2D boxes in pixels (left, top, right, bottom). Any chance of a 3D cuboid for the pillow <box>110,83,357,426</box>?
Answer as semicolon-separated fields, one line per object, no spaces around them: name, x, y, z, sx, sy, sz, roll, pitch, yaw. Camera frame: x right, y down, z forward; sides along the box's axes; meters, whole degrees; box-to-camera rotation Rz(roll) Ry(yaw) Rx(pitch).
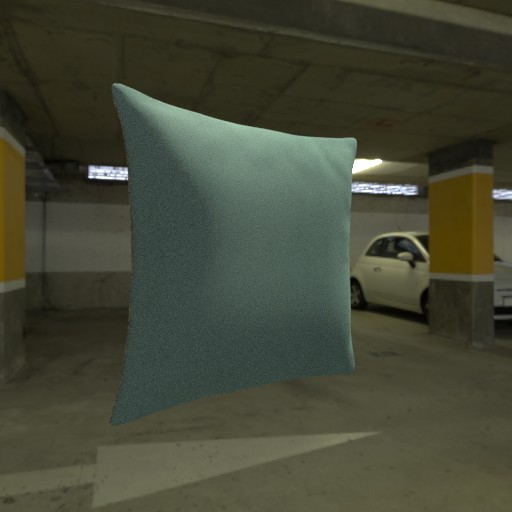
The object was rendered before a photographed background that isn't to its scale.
pillow;0.000;0.000;0.806;0.526;0.507;0.166;0;0;-36
